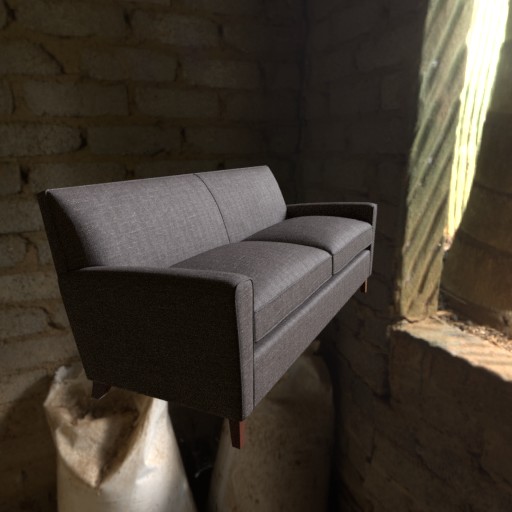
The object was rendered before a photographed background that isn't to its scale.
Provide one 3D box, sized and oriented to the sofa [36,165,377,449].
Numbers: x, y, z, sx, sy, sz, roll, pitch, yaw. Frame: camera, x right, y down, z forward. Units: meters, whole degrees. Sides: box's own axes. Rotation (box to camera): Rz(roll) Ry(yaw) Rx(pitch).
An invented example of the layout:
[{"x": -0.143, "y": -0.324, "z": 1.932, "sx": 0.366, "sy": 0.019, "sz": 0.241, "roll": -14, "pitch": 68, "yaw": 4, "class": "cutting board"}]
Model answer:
[{"x": 0.000, "y": 0.000, "z": 2.376, "sx": 0.875, "sy": 0.846, "sz": 1.976, "roll": 7, "pitch": 16, "yaw": 26, "class": "sofa"}]
